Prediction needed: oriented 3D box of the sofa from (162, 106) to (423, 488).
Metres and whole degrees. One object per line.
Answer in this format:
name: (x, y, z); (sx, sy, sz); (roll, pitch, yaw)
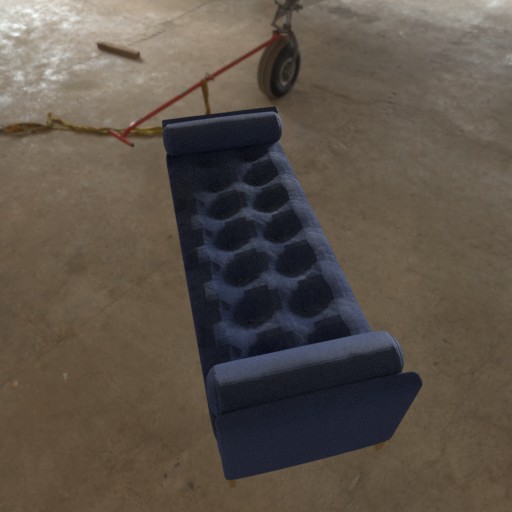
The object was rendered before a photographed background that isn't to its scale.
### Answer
sofa: (0.000, 0.000, 2.460); (0.796, 0.705, 2.102); (-10, 48, -9)
